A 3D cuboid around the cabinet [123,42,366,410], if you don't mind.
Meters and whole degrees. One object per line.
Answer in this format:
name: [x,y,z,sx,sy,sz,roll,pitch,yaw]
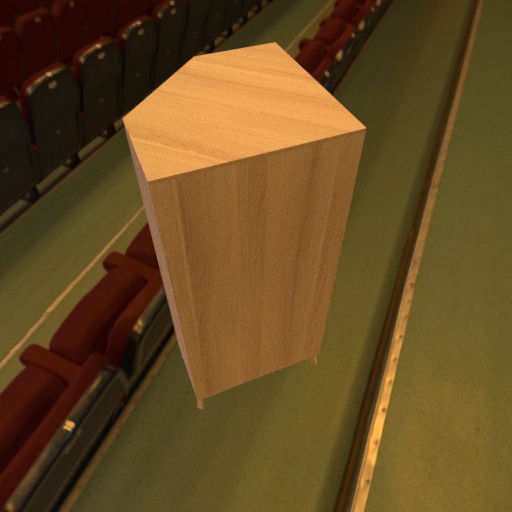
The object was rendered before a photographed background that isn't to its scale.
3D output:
cabinet: [0.000,0.000,2.647,0.969,1.957,1.272,17,50,15]
